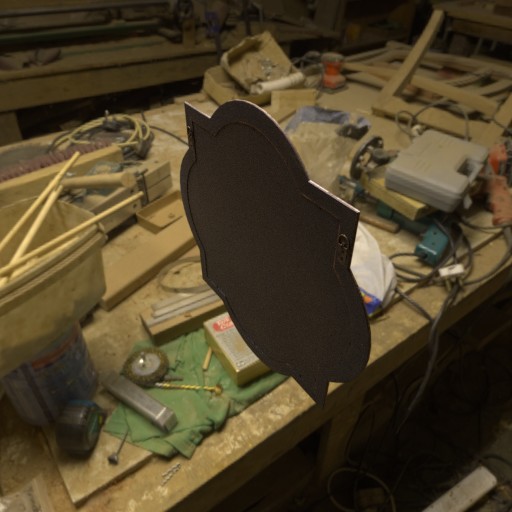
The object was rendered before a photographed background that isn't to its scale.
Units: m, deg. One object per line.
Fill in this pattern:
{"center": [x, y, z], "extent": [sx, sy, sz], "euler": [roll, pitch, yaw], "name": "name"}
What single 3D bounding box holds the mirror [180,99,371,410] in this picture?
{"center": [0.000, 0.000, 1.015], "extent": [0.019, 0.686, 0.686], "euler": [-24, 46, -26], "name": "mirror"}
